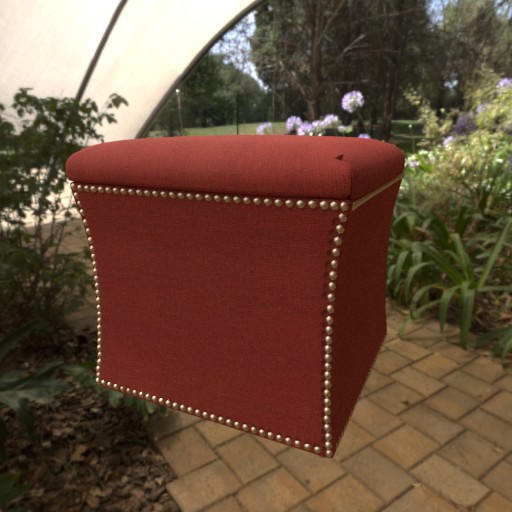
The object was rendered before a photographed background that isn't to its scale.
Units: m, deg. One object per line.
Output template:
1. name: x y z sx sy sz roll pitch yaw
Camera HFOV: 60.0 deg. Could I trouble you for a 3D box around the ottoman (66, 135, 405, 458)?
1. ottoman: 0.000 0.000 0.900 0.507 0.475 0.497 7 18 25
